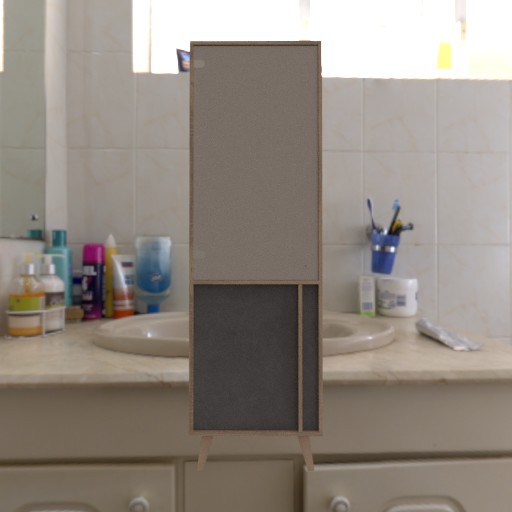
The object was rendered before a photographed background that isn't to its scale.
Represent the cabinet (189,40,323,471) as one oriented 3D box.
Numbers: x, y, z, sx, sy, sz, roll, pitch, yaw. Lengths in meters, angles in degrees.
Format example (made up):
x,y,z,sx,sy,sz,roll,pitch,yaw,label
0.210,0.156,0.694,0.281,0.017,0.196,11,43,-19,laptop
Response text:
x,y,z,sx,sy,sz,roll,pitch,yaw,label
0.000,0.000,2.096,0.570,1.850,0.400,0,-1,0,cabinet
